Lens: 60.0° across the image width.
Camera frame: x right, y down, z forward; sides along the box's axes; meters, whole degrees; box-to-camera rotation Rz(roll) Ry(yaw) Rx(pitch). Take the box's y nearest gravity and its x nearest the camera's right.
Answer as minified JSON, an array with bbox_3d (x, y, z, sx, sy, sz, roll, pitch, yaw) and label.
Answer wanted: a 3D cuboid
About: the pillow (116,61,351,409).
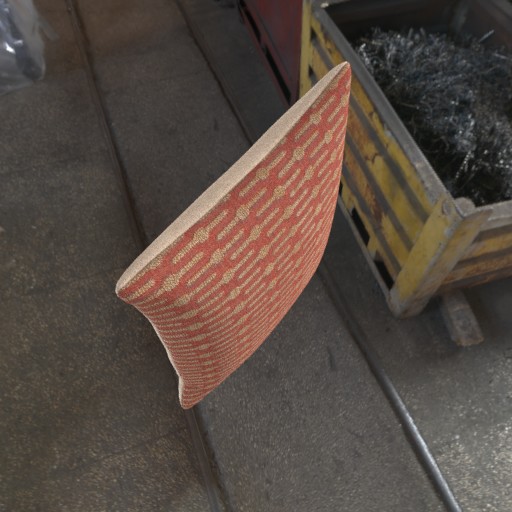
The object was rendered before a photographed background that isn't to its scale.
[{"bbox_3d":[0.000,0.000,0.797,0.182,0.503,0.511,32,63,18],"label":"pillow"}]
